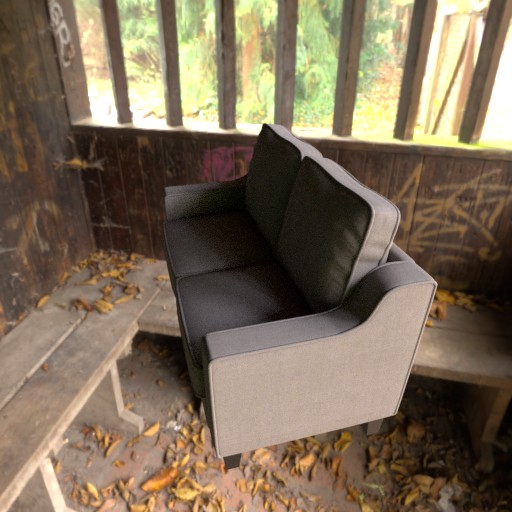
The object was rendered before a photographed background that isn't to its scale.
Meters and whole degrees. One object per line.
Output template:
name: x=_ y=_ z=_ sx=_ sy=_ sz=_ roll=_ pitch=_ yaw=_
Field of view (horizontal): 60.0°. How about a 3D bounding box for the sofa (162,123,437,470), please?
sofa: x=0.000 y=0.000 z=2.063 sx=0.791 sy=0.948 sz=1.500 roll=-8 pitch=30 yaw=-13
